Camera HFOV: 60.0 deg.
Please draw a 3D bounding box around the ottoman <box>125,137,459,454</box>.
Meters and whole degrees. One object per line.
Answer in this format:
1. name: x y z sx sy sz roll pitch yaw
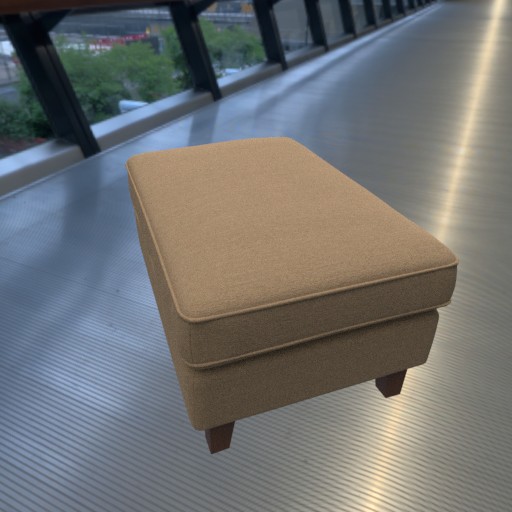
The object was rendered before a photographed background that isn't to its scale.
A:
1. ottoman: 0.000 0.000 1.331 0.636 0.521 0.945 -11 33 -17
